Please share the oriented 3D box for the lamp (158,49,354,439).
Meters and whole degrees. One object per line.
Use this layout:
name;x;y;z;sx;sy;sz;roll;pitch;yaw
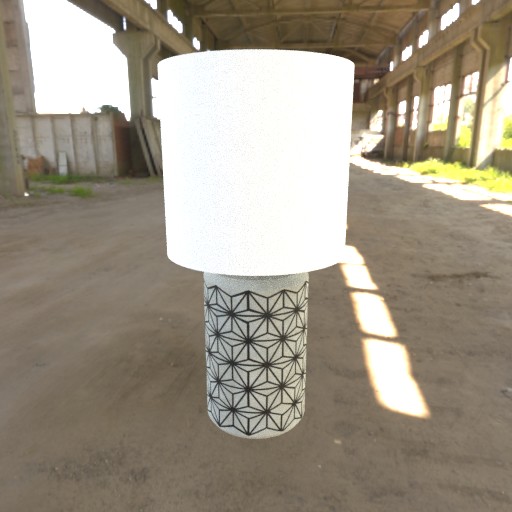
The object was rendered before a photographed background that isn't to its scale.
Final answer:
lamp;0.000;0.000;0.528;0.206;0.416;0.206;-8;17;-27
